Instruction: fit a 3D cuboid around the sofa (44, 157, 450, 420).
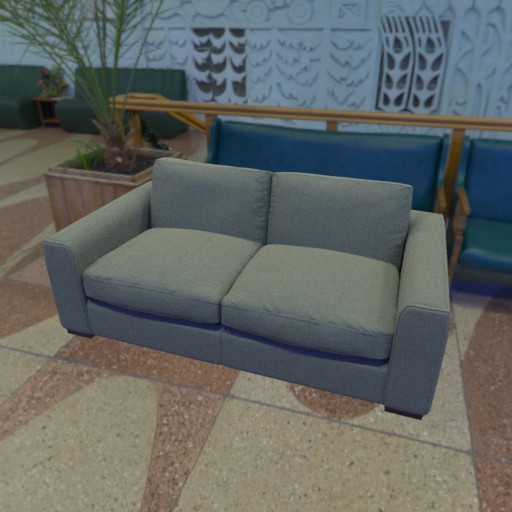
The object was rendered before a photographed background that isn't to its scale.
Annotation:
[{"bbox_3d":[0.000,0.000,2.406,1.920,0.800,1.069,9,29,17],"label":"sofa"}]
